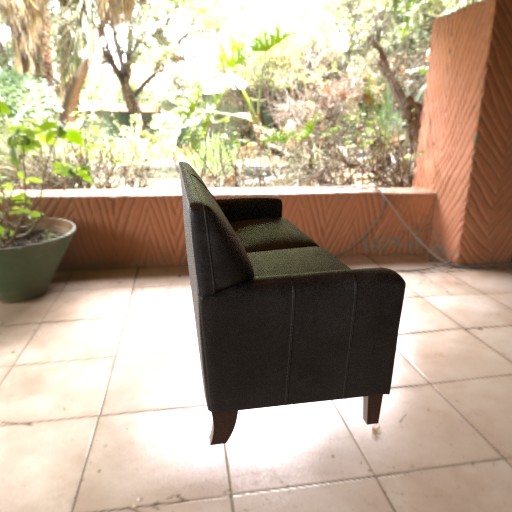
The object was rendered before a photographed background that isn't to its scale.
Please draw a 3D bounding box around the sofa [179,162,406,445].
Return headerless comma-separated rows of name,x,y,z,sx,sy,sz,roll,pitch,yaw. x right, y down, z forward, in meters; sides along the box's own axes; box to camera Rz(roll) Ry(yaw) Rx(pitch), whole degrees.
sofa,0.000,0.000,2.545,0.805,0.947,2.053,-3,16,-10
